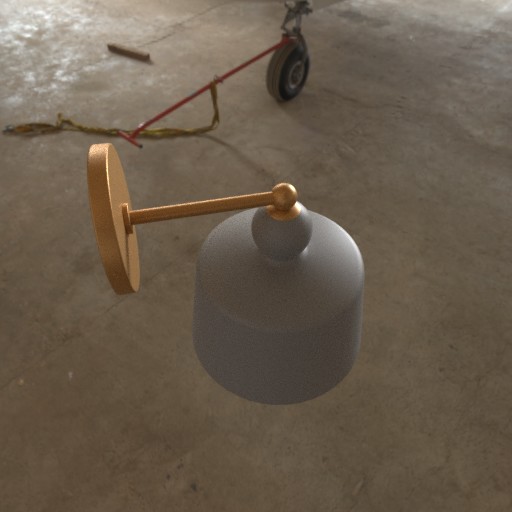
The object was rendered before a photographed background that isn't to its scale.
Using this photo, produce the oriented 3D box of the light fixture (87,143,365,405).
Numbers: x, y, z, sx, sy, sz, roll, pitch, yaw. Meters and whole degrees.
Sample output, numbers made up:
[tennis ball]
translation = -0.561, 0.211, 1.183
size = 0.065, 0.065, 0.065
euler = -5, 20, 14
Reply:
[light fixture]
translation = 0.000, 0.000, 0.442
size = 0.254, 0.268, 0.204
euler = -9, 48, -8
